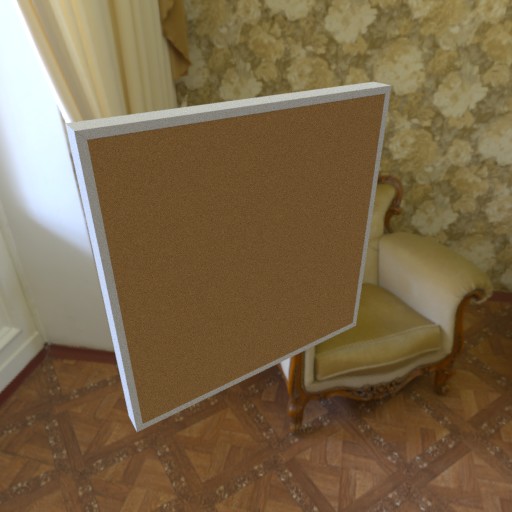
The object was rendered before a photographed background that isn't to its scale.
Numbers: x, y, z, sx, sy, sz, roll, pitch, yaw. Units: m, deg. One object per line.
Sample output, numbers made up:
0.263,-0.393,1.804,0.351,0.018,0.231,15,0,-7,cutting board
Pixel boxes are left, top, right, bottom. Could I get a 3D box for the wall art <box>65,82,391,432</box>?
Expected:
0.000,0.000,0.452,0.304,0.304,0.024,-19,35,-28,wall art
